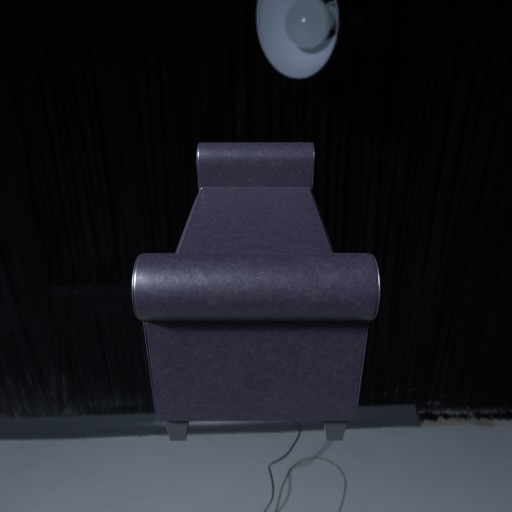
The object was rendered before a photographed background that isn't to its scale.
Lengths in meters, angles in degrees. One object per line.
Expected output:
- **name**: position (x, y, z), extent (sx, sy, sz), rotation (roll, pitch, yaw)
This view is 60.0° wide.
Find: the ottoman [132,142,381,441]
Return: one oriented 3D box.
- **ottoman**: position (0.000, 0.000, 1.548), extent (0.521, 0.547, 1.256), rotation (0, 26, 0)
